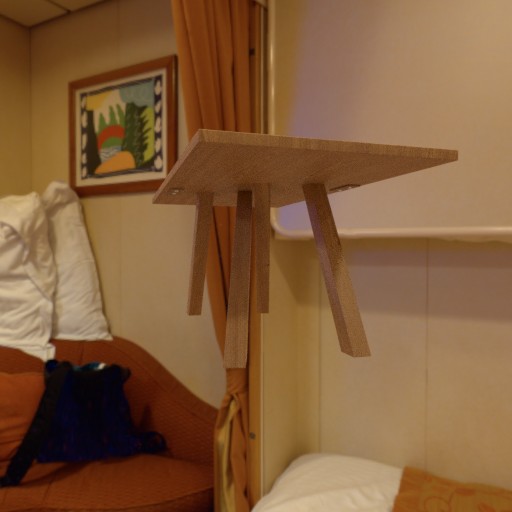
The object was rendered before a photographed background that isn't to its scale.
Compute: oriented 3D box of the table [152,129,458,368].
[{"bbox_3d":[0.000,0.000,2.255,0.901,0.750,1.797,0,1,-17],"label":"table"}]
